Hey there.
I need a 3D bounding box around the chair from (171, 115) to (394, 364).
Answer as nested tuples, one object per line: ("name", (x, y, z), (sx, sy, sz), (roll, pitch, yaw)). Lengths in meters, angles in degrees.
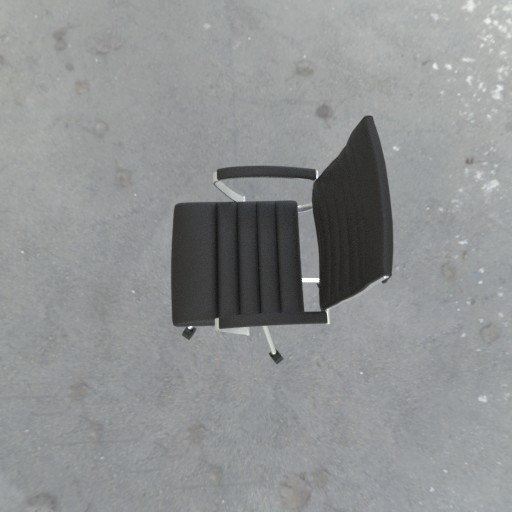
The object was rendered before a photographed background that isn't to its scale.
("chair", (0.000, 0.000, 1.664), (0.739, 1.149, 0.766), (-2, 75, -1))
